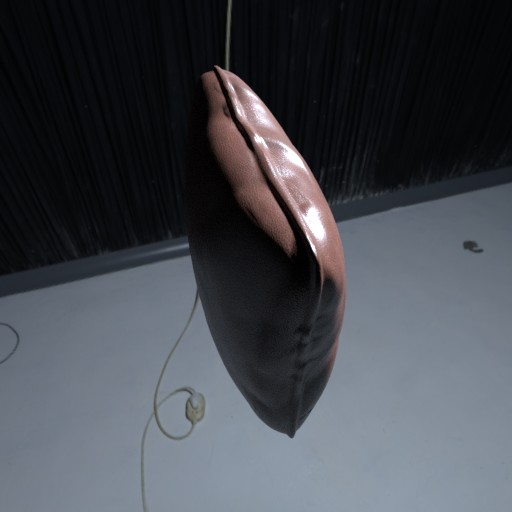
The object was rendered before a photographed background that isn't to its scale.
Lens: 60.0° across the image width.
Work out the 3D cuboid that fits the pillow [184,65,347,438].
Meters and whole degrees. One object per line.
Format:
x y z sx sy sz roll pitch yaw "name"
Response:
0.000 0.000 0.822 0.236 0.523 0.532 -12 48 -11 "pillow"
